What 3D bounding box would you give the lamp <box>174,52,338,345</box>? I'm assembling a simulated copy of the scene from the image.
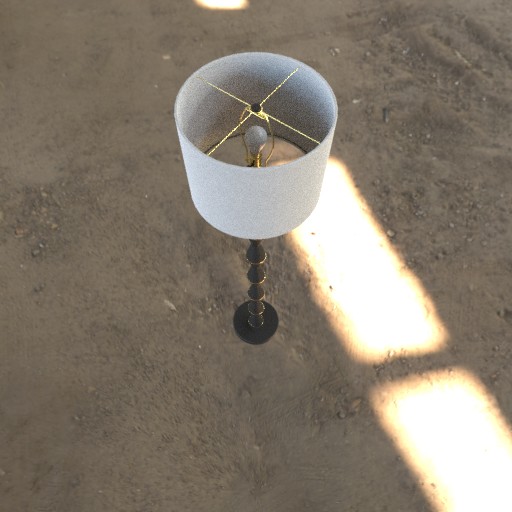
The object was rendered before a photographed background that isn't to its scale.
[{"bbox_3d":[0.000,0.000,1.685,0.381,1.480,0.381,33,67,17],"label":"lamp"}]
